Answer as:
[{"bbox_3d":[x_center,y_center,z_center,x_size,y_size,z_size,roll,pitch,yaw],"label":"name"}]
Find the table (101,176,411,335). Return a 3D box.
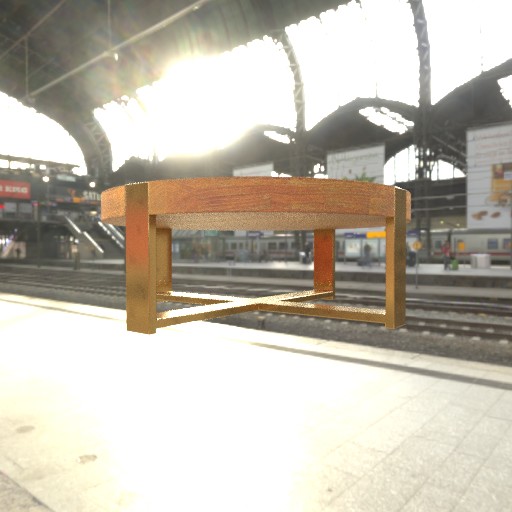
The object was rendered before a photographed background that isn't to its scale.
[{"bbox_3d":[0.000,0.000,1.676,1.100,0.420,1.100,0,1,0],"label":"table"}]
